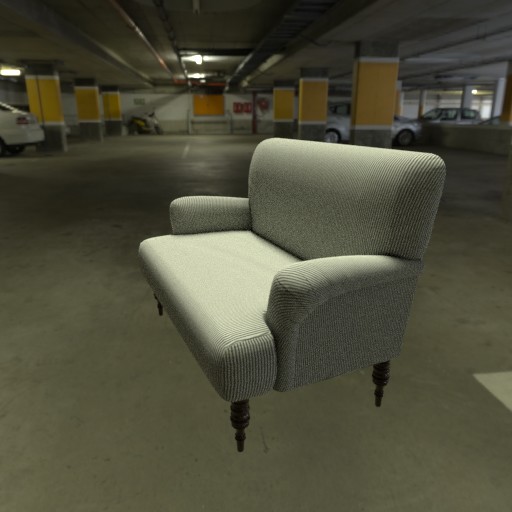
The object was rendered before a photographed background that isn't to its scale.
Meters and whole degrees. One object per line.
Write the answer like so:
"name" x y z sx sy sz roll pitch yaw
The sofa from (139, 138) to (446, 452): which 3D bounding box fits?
"sofa" 0.000 0.000 1.841 0.779 0.889 1.297 -8 19 -23
